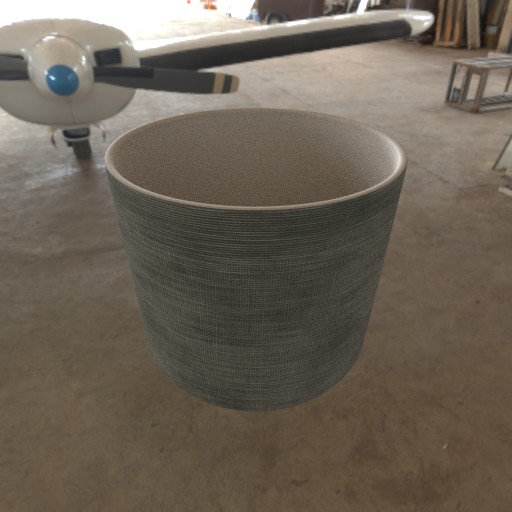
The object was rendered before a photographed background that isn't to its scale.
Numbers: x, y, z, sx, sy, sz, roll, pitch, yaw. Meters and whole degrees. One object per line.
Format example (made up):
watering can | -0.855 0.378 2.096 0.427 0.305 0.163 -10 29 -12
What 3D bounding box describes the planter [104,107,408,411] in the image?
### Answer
planter | 0.000 0.000 0.774 0.440 0.398 0.440 0 32 0
